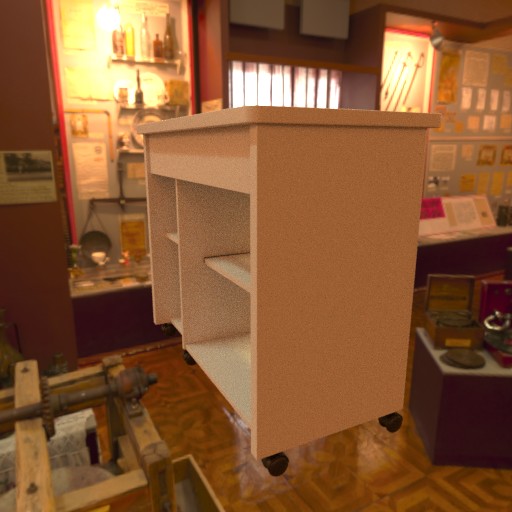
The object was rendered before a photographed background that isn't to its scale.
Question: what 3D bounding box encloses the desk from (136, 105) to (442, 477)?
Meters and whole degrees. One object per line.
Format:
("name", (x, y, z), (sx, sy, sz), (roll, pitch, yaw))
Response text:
("desk", (0.000, 0.000, 1.308), (0.475, 0.763, 0.877), (-7, 16, -26))
